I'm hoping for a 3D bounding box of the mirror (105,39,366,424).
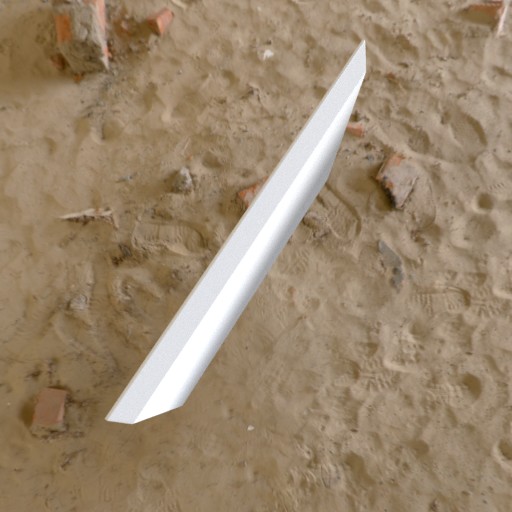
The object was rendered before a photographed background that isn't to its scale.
[{"bbox_3d":[0.000,0.000,1.114,0.030,0.630,0.870,31,77,8],"label":"mirror"}]
